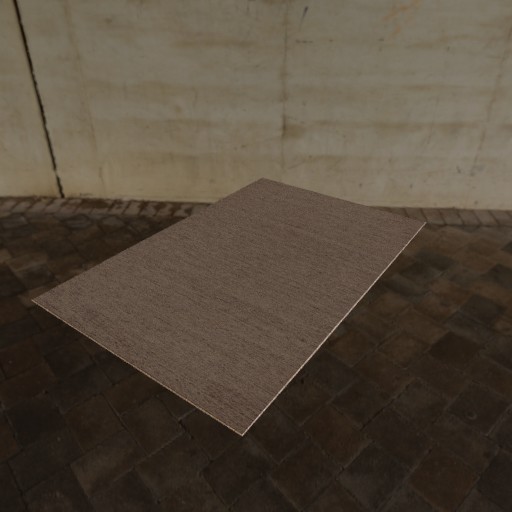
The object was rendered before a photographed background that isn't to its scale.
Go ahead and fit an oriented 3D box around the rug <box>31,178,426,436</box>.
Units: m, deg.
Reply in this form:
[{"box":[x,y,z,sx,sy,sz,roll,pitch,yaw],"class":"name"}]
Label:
[{"box":[0.000,0.000,2.372,1.225,0.013,1.840,21,38,30],"class":"rug"}]
